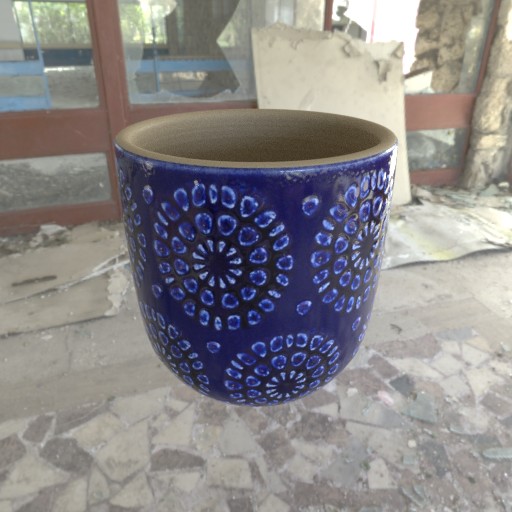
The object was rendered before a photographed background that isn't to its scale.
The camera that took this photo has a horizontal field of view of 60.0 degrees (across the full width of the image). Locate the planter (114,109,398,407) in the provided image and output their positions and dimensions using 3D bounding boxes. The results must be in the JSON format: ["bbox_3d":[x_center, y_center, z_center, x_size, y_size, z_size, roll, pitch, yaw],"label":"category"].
[{"bbox_3d":[0.000,0.000,0.199,0.109,0.112,0.109,0,27,0],"label":"planter"}]
